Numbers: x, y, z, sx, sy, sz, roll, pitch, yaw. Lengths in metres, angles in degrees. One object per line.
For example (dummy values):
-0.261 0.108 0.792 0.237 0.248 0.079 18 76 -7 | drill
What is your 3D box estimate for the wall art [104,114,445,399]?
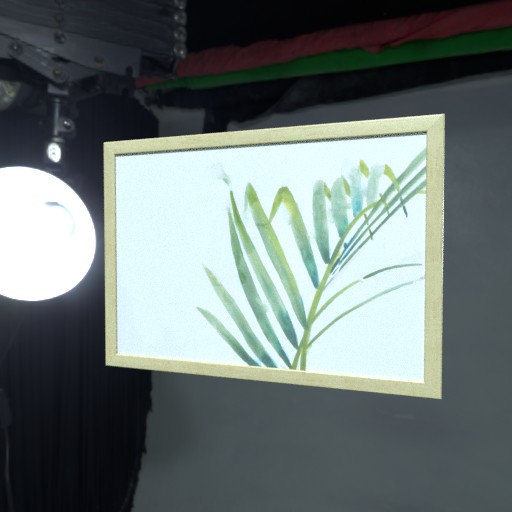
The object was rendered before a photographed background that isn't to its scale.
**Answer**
0.000 0.000 0.687 0.533 0.381 0.032 1 2 18 | wall art
